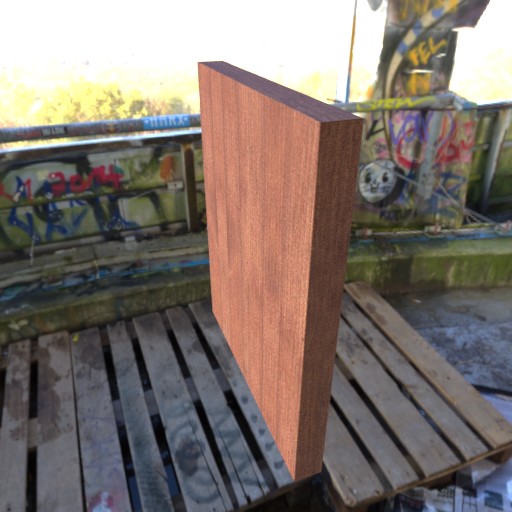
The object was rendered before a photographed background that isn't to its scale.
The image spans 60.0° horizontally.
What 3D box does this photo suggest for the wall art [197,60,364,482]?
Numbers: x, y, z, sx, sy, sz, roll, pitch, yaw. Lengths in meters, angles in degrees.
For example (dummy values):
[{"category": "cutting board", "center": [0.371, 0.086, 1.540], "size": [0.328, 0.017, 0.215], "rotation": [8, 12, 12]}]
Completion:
[{"category": "wall art", "center": [0.000, 0.000, 0.607], "size": [0.039, 0.449, 0.377], "rotation": [-11, 32, -18]}]
